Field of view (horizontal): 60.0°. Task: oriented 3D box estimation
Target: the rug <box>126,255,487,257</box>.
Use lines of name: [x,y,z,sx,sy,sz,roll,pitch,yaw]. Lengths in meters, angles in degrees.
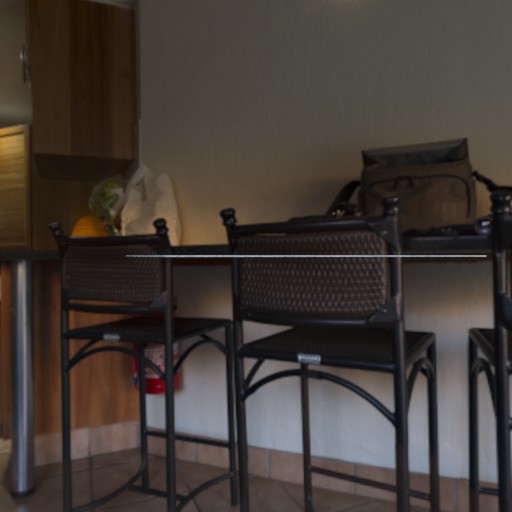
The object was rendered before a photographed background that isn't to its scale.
rug: [0.000,0.000,2.346,1.229,0.005,1.827,0,0,-20]
